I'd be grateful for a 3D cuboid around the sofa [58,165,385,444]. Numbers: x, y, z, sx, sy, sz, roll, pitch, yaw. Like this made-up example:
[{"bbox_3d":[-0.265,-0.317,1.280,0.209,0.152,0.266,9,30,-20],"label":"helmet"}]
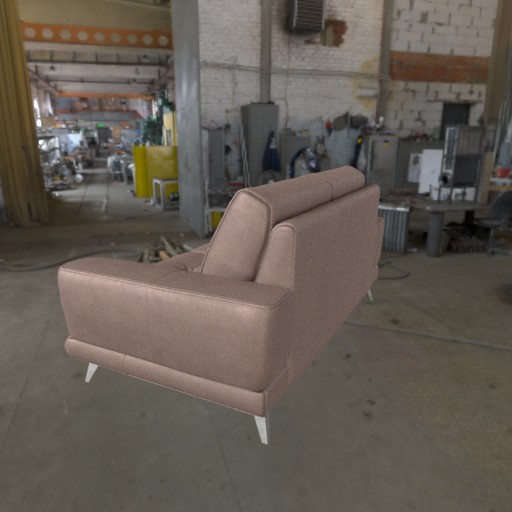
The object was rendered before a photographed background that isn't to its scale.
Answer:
[{"bbox_3d":[0.000,0.000,2.404,1.018,0.907,1.806,8,17,26],"label":"sofa"}]
